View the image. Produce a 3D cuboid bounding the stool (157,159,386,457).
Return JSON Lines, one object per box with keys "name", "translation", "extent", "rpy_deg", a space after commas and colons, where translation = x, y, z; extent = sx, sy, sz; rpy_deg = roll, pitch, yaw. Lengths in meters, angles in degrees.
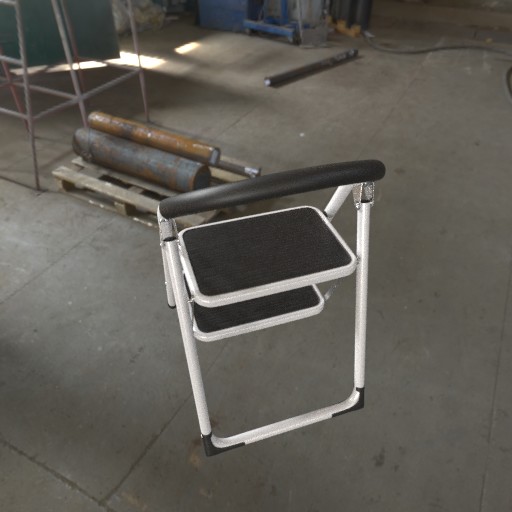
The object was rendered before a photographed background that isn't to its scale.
{"name": "stool", "translation": [0.000, 0.000, 1.104], "extent": [0.453, 0.760, 0.559], "rpy_deg": [-12, 42, -14]}
